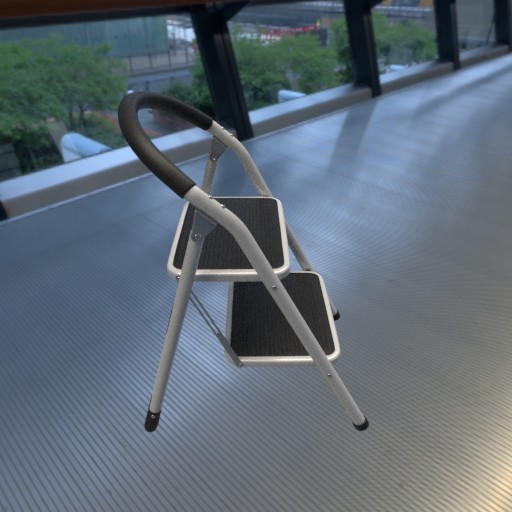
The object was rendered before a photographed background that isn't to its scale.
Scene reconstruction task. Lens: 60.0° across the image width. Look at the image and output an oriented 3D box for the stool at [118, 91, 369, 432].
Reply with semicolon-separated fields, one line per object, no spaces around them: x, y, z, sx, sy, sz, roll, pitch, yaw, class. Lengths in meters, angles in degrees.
0.000;0.000;1.087;0.559;0.760;0.453;0;32;-1;stool
